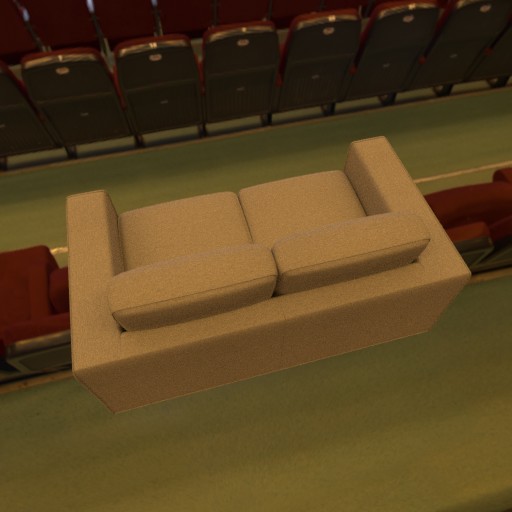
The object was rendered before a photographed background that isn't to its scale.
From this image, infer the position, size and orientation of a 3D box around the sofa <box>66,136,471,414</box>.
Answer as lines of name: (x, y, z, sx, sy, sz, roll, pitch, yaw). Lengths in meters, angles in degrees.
sofa: (0.000, 0.000, 2.366, 1.812, 0.924, 1.007, -13, 57, -8)
